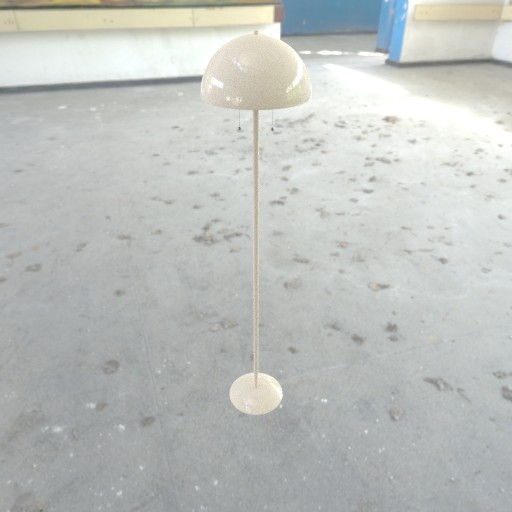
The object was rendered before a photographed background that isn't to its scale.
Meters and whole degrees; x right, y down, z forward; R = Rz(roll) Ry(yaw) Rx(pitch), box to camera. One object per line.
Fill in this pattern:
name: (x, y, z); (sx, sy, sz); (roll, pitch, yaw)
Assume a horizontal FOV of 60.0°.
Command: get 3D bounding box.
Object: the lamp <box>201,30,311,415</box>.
lamp: (0.000, 0.000, 1.625); (0.328, 1.480, 0.328); (-10, 34, -15)
